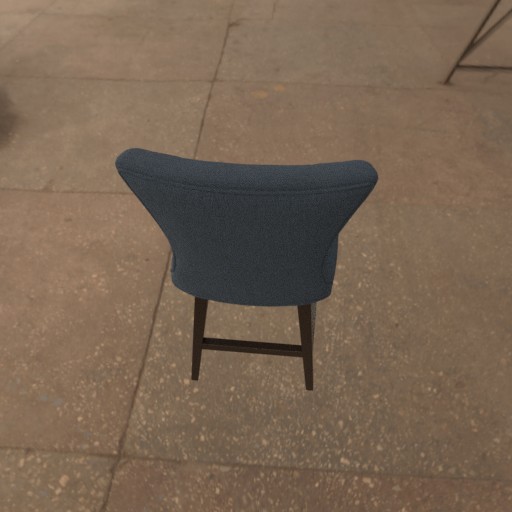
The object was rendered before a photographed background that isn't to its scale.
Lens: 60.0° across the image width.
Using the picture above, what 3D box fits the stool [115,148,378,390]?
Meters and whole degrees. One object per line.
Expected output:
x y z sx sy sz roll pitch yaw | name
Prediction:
0.000 0.000 1.358 0.514 1.000 0.574 4 46 4 | stool
